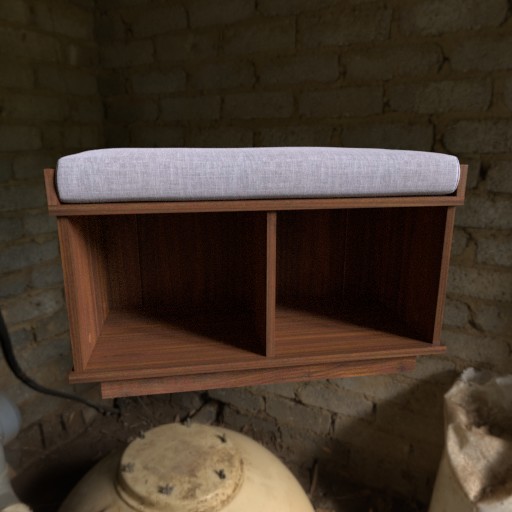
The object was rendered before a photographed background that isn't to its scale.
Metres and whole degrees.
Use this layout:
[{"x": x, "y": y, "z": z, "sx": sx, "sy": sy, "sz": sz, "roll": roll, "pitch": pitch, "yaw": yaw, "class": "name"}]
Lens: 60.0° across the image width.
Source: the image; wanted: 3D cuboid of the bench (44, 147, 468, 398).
[{"x": 0.000, "y": 0.000, "z": 0.970, "sx": 0.734, "sy": 0.461, "sz": 0.362, "roll": -2, "pitch": 15, "yaw": -9, "class": "bench"}]
